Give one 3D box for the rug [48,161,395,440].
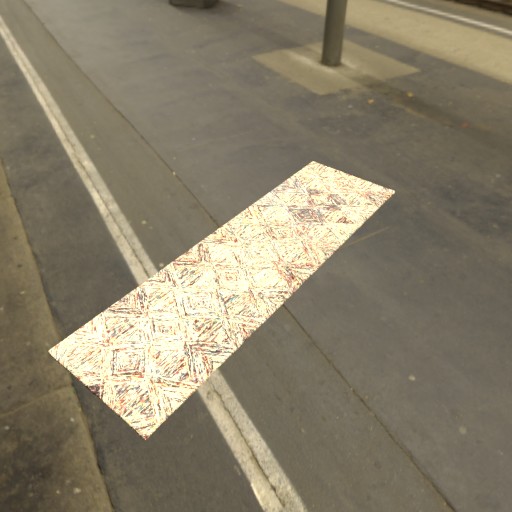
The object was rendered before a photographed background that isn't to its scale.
[{"bbox_3d":[0.000,0.000,2.593,0.688,0.015,2.292,27,48,28],"label":"rug"}]
